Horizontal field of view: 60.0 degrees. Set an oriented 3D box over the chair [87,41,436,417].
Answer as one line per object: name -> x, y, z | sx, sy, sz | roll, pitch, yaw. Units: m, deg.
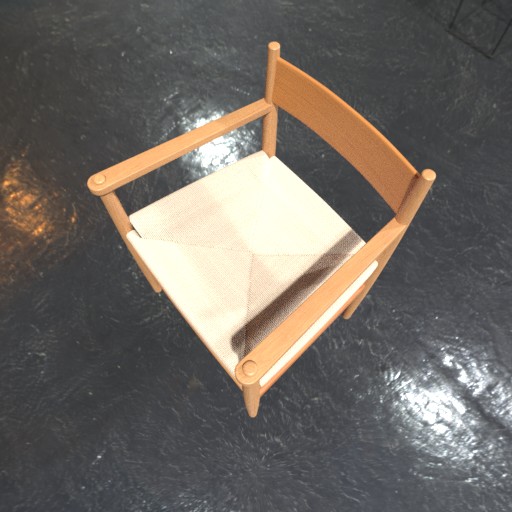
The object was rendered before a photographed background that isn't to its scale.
chair -> 0.000, 0.000, 1.132 | 0.495, 0.762, 0.556 | -36, 69, -16
